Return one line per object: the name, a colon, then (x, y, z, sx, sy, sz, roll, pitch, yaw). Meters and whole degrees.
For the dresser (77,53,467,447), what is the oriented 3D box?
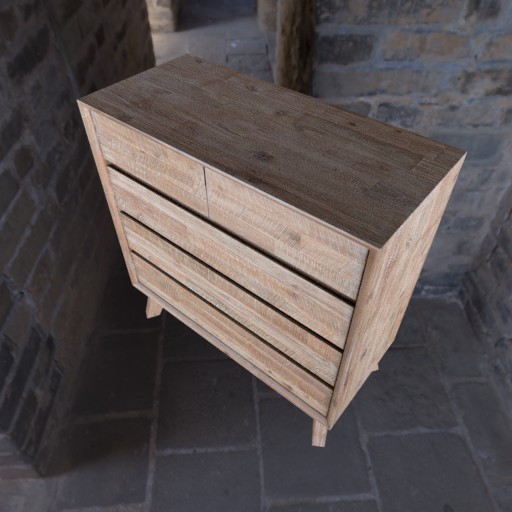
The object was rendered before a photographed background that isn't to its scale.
dresser: (0.000, 0.000, 1.575, 0.998, 1.029, 0.455, 30, 53, 26)
